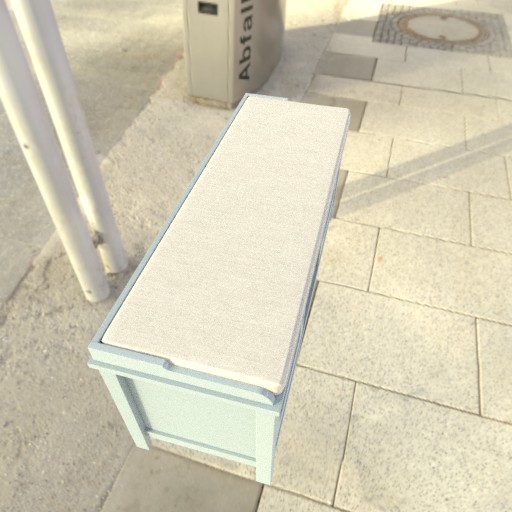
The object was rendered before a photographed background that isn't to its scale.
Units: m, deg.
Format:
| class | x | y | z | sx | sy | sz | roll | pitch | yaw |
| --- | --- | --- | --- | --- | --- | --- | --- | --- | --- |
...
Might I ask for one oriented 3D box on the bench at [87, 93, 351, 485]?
| class | x | y | z | sx | sy | sz | roll | pitch | yaw |
| --- | --- | --- | --- | --- | --- | --- | --- | --- | --- |
| bench | 0.000 | 0.000 | 1.387 | 0.398 | 0.501 | 1.140 | 11 | 47 | 10 |
